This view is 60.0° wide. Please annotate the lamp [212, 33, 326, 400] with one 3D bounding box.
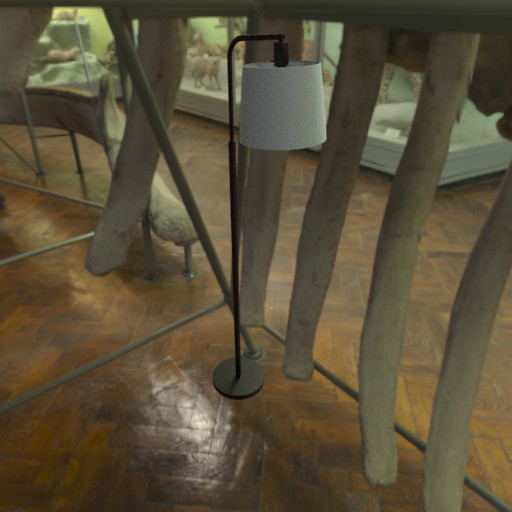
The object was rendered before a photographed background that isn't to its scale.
[{"bbox_3d":[0.000,0.000,1.631,0.254,1.478,0.508,-22,37,-33],"label":"lamp"}]
